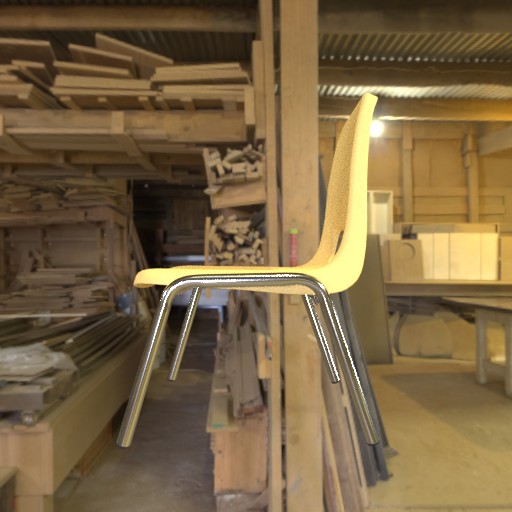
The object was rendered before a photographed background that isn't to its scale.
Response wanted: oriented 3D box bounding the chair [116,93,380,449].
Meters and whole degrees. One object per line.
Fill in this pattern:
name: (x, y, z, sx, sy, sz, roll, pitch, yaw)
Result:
chair: (0.000, 0.000, 0.785, 0.385, 0.536, 0.354, 0, 0, 0)
